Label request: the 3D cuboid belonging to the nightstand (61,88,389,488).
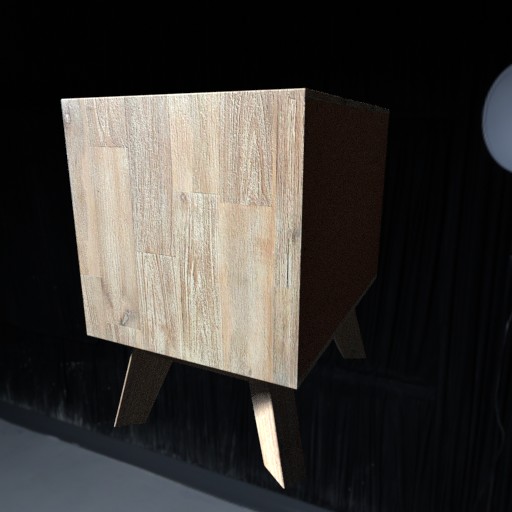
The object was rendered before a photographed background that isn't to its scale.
[{"bbox_3d":[0.000,0.000,0.914,0.396,0.589,0.552,7,17,25],"label":"nightstand"}]
